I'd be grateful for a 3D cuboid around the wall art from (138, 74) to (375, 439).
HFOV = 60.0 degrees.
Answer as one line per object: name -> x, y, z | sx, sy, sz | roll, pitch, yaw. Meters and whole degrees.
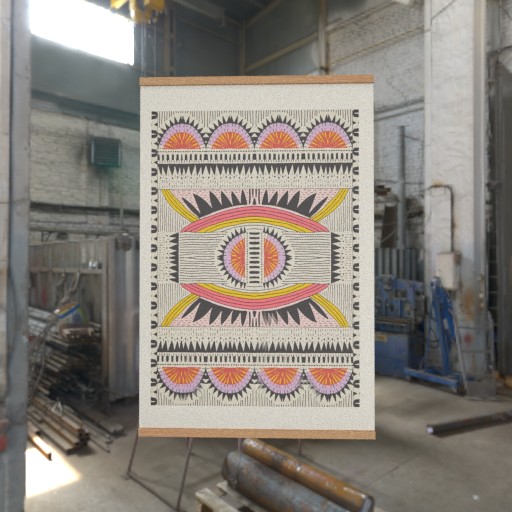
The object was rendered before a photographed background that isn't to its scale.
wall art -> 0.000, 0.000, 1.891 | 0.999, 1.533, 0.028 | 0, -1, 2
